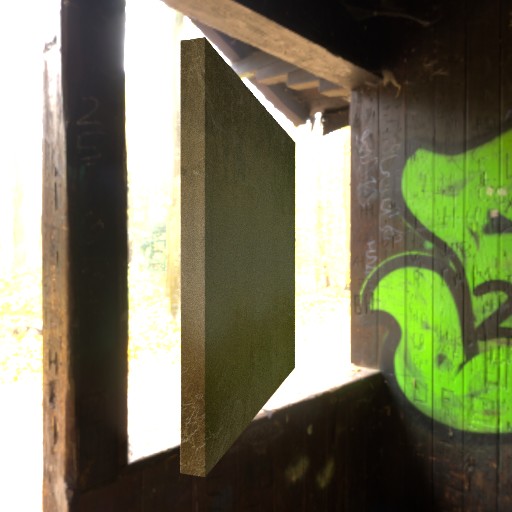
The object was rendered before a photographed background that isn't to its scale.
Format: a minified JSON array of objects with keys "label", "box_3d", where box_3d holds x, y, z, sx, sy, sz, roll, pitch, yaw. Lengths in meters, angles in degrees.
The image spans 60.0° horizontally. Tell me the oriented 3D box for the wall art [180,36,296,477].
[{"label":"wall art","box_3d":[0.000,0.000,0.911,0.038,0.610,0.610,0,0,17]}]
